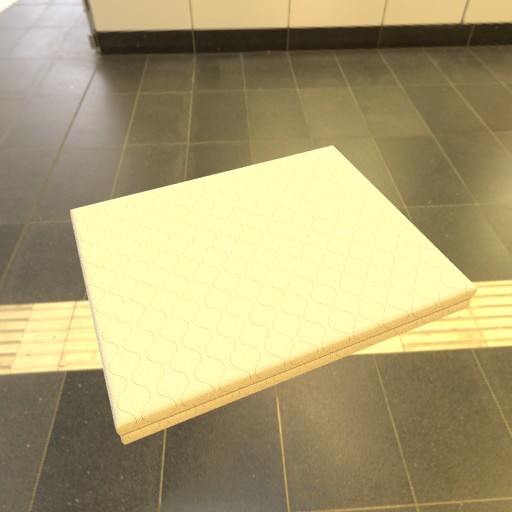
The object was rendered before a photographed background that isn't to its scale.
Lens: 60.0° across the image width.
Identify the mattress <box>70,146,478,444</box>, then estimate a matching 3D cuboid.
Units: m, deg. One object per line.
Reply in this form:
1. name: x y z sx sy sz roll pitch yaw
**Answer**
1. mattress: 0.000 0.000 2.748 2.000 0.200 1.600 -17 48 -16
